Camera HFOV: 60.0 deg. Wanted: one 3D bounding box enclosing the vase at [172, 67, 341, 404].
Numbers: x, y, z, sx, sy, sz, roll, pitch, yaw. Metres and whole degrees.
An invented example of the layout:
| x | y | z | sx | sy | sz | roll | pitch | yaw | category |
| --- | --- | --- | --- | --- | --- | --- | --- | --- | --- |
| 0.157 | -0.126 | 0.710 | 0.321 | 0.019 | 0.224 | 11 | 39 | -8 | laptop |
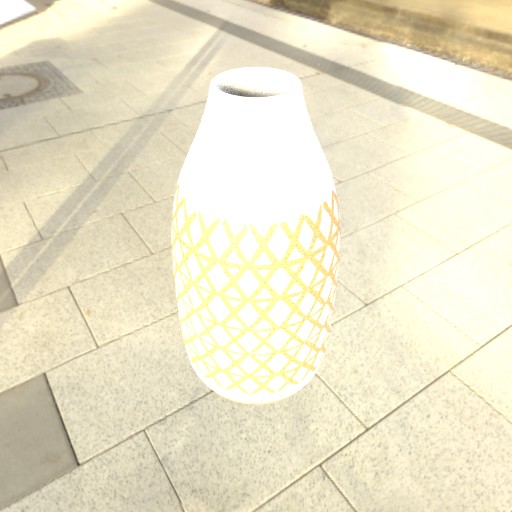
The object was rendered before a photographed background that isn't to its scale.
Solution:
| x | y | z | sx | sy | sz | roll | pitch | yaw | category |
| --- | --- | --- | --- | --- | --- | --- | --- | --- | --- |
| 0.000 | 0.000 | 0.490 | 0.186 | 0.380 | 0.186 | 0 | 41 | 0 | vase |
